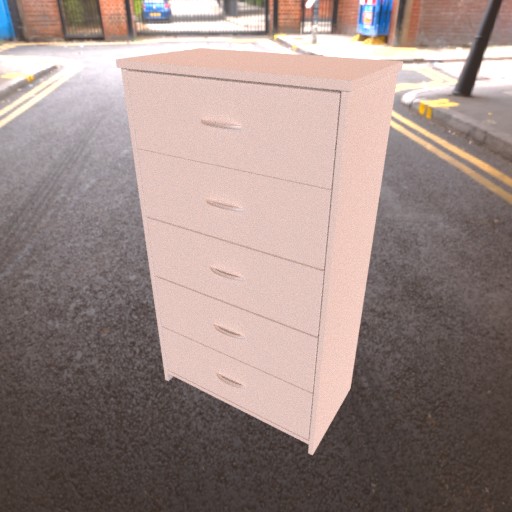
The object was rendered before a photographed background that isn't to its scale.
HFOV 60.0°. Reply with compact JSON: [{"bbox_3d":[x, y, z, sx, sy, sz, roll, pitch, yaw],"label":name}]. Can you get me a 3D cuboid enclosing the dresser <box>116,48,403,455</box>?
[{"bbox_3d":[0.000,0.000,1.545,0.704,1.255,0.399,17,34,27],"label":"dresser"}]
